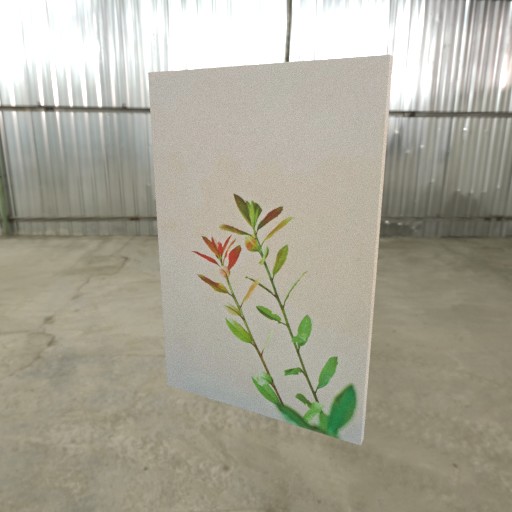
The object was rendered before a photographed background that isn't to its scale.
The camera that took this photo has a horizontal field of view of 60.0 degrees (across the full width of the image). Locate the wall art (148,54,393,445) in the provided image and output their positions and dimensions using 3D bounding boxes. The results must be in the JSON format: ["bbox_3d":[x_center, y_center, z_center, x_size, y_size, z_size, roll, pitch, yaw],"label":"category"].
[{"bbox_3d":[0.000,0.000,1.433,0.764,1.143,0.038,8,18,26],"label":"wall art"}]
